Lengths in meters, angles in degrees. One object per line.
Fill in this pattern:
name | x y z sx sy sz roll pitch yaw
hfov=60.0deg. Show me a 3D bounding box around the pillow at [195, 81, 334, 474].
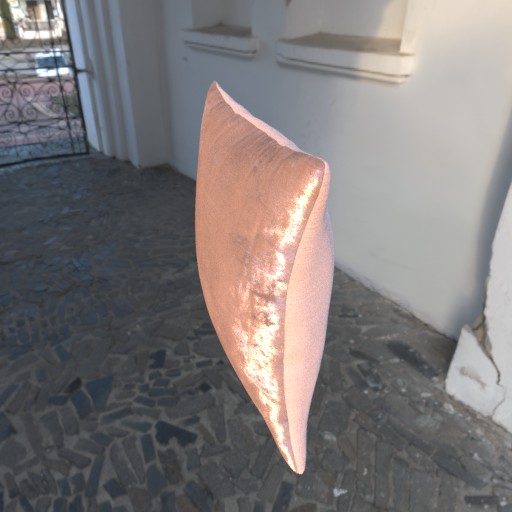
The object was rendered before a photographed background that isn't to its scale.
pillow | 0.000 0.000 0.711 0.175 0.464 0.470 -8 31 -14
